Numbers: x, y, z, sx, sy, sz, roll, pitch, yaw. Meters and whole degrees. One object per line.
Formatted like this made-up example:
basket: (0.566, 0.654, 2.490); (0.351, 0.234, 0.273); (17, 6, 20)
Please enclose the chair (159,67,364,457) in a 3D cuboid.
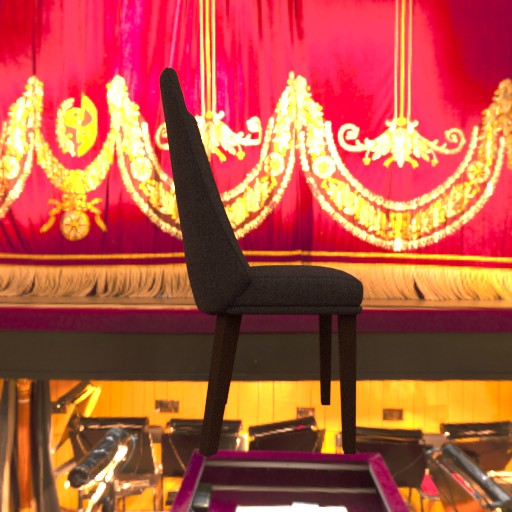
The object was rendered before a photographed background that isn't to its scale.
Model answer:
chair: (0.000, 0.000, 1.379); (0.577, 1.050, 0.510); (0, -1, 0)
